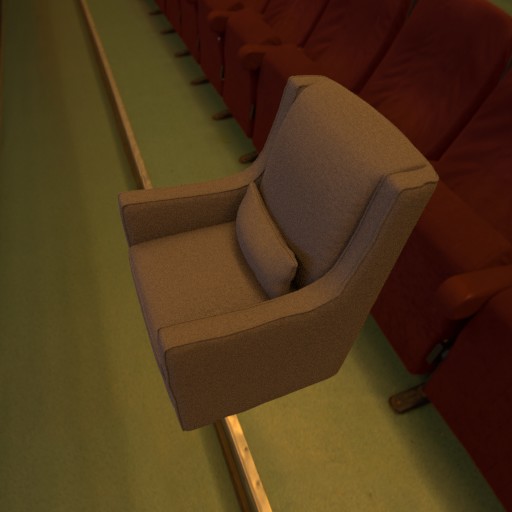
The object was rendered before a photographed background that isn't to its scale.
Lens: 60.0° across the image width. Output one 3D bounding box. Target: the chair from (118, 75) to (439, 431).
[{"bbox_3d":[0.000,0.000,1.610,0.879,0.993,0.732,-16,49,-15],"label":"chair"}]
